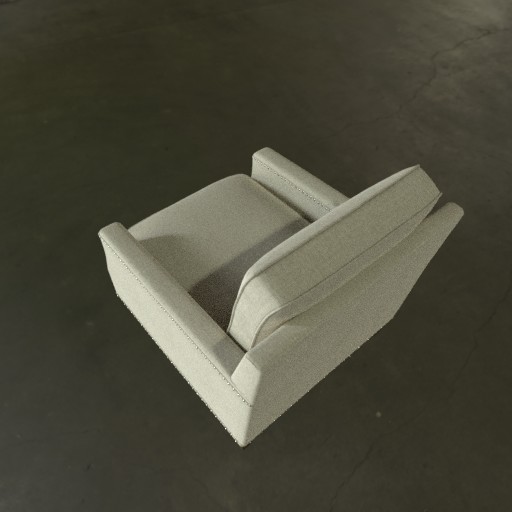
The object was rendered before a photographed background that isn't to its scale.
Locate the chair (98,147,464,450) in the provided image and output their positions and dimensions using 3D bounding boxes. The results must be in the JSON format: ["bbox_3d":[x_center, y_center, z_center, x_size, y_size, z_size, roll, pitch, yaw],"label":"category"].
[{"bbox_3d":[0.000,0.000,1.686,0.853,0.943,1.014,-32,55,-26],"label":"chair"}]
